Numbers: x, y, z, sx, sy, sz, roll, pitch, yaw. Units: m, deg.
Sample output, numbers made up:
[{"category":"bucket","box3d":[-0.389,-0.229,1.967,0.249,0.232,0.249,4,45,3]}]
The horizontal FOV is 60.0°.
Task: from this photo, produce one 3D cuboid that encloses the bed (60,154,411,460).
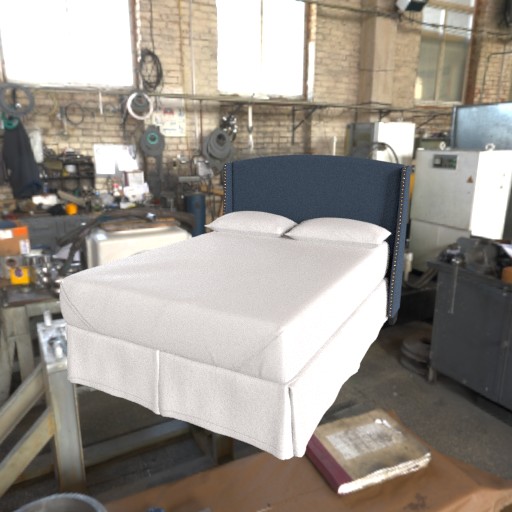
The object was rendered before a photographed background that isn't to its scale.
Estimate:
[{"category":"bed","box3d":[0.000,0.000,3.249,1.710,1.407,2.237,8,16,28]}]
